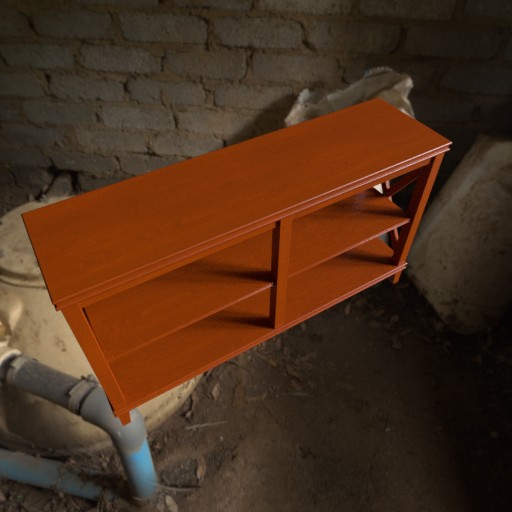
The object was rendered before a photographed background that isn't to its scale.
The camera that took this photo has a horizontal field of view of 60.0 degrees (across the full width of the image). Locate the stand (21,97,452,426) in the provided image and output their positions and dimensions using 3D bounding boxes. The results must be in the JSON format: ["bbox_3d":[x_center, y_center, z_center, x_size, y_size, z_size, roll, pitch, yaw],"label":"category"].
[{"bbox_3d":[0.000,0.000,1.697,1.372,0.762,0.381,-24,51,-21],"label":"stand"}]
